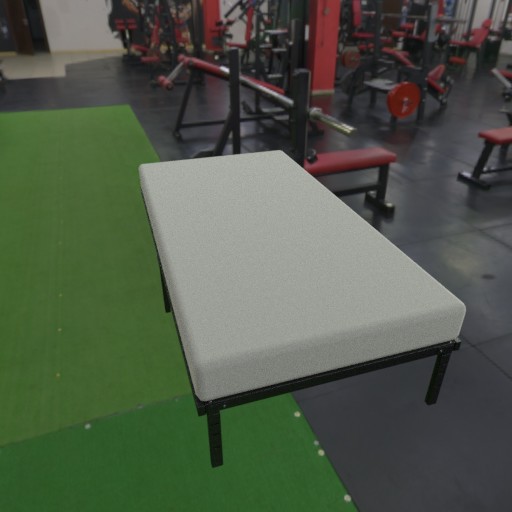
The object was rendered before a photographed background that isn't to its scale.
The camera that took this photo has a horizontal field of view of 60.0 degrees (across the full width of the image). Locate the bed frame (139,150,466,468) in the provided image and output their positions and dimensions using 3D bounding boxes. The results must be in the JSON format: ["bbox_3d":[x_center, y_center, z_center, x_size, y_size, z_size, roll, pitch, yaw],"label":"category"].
[{"bbox_3d":[0.000,0.000,3.225,1.393,0.680,2.635,-9,32,-15],"label":"bed frame"}]
